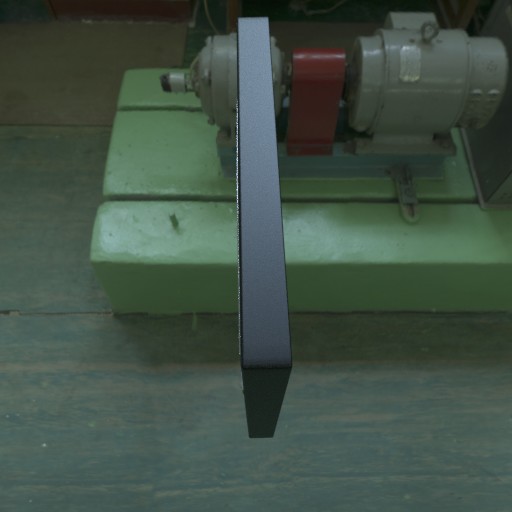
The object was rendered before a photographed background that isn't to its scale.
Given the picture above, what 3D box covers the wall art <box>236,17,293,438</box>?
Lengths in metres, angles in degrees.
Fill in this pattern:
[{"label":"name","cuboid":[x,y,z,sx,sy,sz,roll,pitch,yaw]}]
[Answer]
[{"label":"wall art","cuboid":[0.000,0.000,0.589,0.041,0.407,0.406,-1,61,-1]}]
